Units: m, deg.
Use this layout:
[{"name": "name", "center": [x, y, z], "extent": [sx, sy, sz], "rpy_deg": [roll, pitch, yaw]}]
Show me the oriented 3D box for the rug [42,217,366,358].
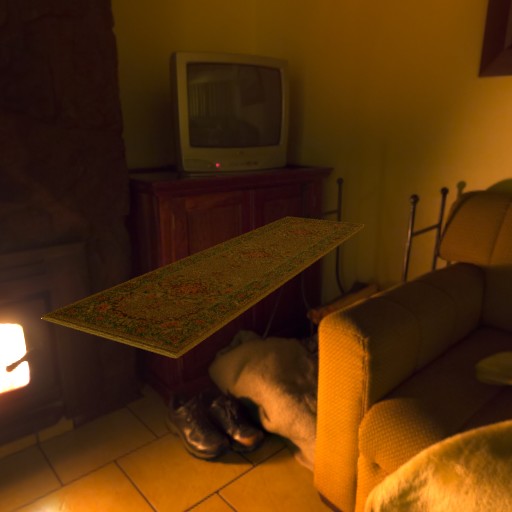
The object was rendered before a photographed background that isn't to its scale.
[{"name": "rug", "center": [0.000, 0.000, 2.534], "extent": [0.659, 0.019, 2.297], "rpy_deg": [8, 18, 27]}]
